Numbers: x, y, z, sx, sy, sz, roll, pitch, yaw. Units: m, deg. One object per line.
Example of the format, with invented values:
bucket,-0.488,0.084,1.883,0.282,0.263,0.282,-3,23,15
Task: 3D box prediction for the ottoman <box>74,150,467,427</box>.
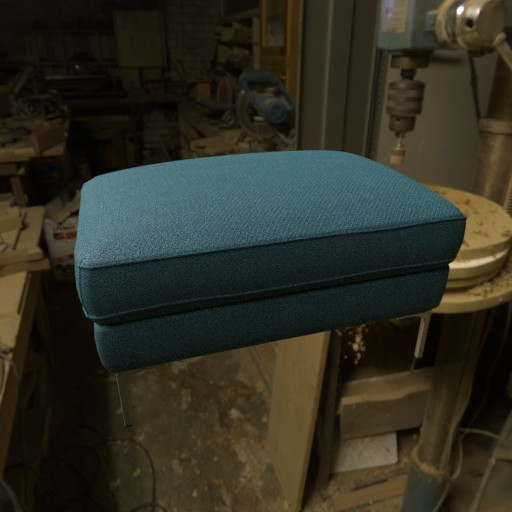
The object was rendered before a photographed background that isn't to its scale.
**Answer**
ottoman,0.000,0.000,1.190,0.856,0.498,0.563,-8,27,-16
